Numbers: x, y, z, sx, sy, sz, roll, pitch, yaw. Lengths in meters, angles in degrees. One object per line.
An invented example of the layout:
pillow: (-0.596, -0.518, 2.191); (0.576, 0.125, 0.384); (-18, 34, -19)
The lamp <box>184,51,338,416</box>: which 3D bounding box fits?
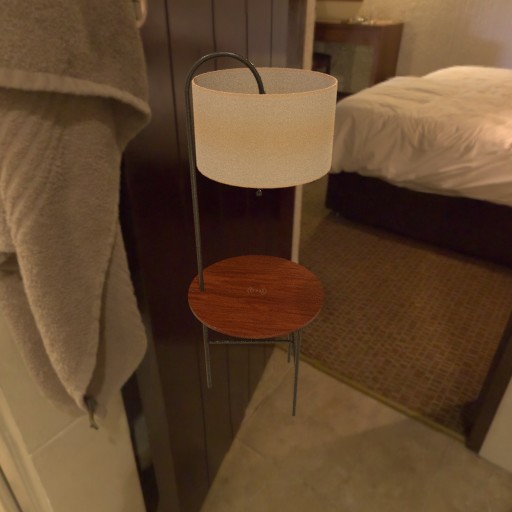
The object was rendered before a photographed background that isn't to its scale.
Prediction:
lamp: (0.000, 0.000, 1.795); (0.573, 1.517, 0.573); (0, 32, 0)
